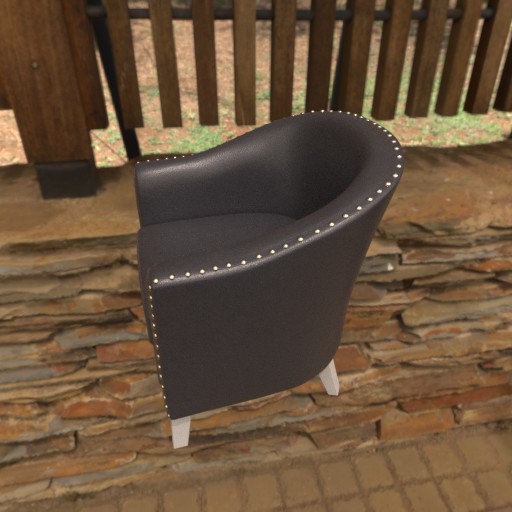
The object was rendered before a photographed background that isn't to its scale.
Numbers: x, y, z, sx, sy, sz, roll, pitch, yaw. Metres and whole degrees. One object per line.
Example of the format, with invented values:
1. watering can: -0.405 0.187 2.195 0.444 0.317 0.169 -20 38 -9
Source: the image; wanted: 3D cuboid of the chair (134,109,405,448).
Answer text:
1. chair: 0.000 0.000 1.443 0.748 0.823 0.794 -8 32 -13
